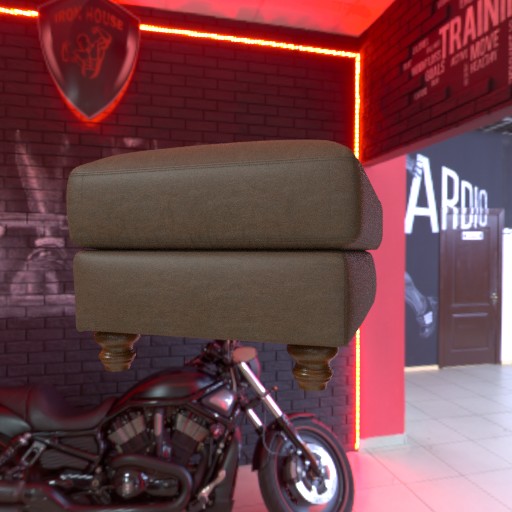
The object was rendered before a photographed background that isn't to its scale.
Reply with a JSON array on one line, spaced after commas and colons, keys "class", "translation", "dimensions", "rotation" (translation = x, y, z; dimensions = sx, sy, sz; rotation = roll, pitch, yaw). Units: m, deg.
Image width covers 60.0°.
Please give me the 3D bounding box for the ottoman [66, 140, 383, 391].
[{"class": "ottoman", "translation": [0.000, 0.000, 1.201], "dimensions": [0.635, 0.508, 0.787], "rotation": [0, 1, 18]}]
